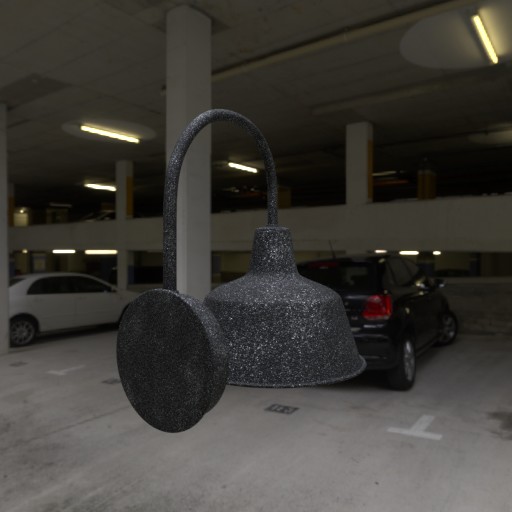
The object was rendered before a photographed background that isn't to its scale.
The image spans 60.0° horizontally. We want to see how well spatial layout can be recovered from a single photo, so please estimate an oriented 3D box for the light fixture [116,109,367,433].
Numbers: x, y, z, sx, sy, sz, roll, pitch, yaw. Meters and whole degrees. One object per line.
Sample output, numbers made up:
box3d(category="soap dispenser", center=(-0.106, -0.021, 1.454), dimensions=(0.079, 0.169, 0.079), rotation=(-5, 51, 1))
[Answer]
box3d(category="light fixture", center=(0.000, 0.000, 0.496), dimensions=(0.216, 0.300, 0.283), rotation=(1, 1, 36))
